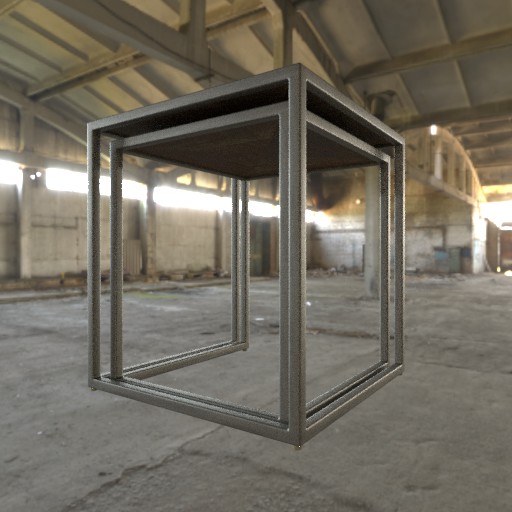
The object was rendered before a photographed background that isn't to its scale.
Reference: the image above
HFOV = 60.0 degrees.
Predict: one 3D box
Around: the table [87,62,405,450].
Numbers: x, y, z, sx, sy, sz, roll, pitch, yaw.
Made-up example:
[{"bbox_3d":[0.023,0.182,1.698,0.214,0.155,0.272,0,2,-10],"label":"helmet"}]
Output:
[{"bbox_3d":[0.000,0.000,0.876,0.450,0.500,0.449,0,0,35],"label":"table"}]
